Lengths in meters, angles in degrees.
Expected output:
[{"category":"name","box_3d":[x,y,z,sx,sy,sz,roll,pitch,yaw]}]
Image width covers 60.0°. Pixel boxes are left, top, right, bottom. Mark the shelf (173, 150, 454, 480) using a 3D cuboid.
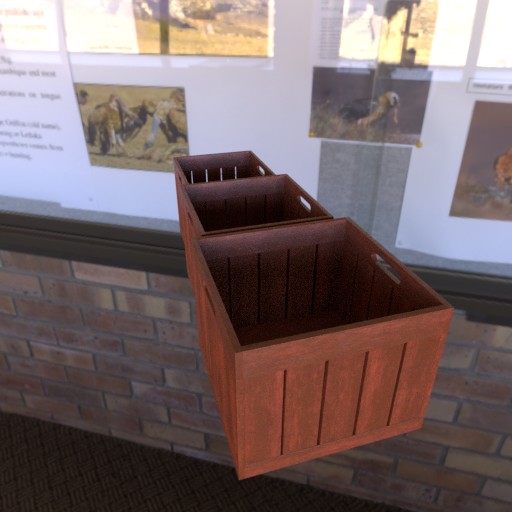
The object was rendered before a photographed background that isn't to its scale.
[{"category":"shelf","box_3d":[0.000,0.000,1.237,0.393,0.311,1.064,-9,31,-15]}]
